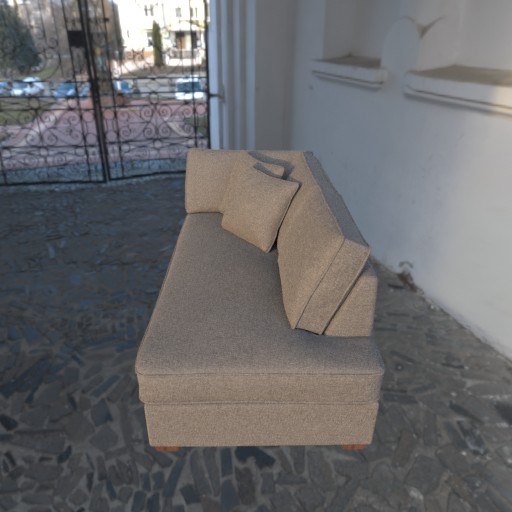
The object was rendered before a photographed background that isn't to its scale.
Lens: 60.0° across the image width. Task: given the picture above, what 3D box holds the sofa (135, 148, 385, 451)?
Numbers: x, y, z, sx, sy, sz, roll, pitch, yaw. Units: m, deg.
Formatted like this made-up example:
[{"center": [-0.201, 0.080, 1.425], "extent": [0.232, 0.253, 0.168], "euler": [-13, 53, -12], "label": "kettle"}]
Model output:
[{"center": [0.000, 0.000, 2.863], "extent": [1.110, 1.033, 2.237], "euler": [0, 27, -1], "label": "sofa"}]
